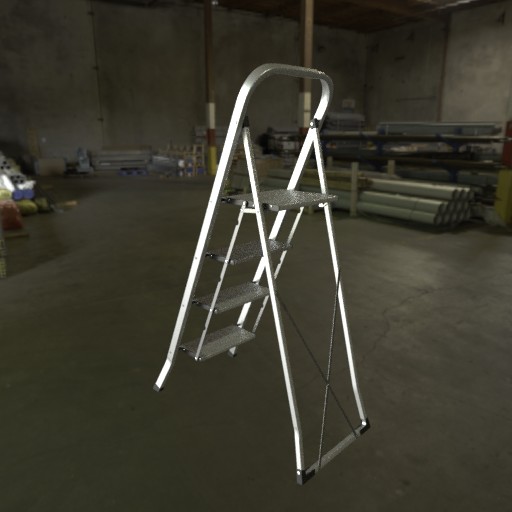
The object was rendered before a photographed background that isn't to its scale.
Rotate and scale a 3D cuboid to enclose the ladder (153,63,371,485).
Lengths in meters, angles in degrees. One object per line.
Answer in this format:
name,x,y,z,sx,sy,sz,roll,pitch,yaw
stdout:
ladder,0.000,0.000,1.667,0.830,1.290,0.465,15,21,43
